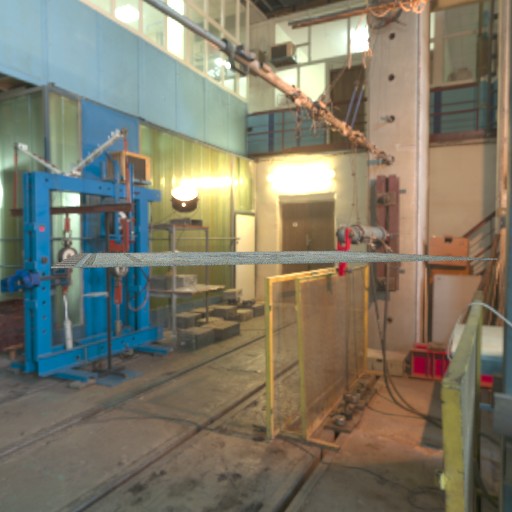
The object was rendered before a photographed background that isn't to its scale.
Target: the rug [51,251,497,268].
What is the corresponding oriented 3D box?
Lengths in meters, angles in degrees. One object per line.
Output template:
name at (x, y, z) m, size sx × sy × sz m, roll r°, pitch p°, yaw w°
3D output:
rug at (0.000, 0.000, 4.075) m, size 3.221 × 0.011 × 2.379 m, roll -1°, pitch 2°, yaw -19°
